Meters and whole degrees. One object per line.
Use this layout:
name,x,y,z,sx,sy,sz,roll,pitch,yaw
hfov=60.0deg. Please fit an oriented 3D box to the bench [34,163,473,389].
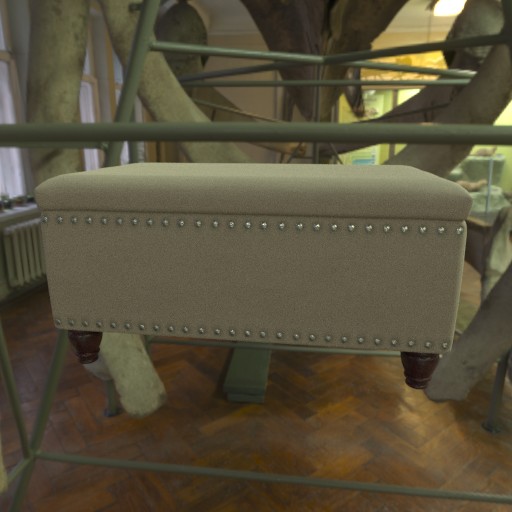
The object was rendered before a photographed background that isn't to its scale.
bench,0.000,0.000,1.160,0.887,0.449,0.500,2,16,8
